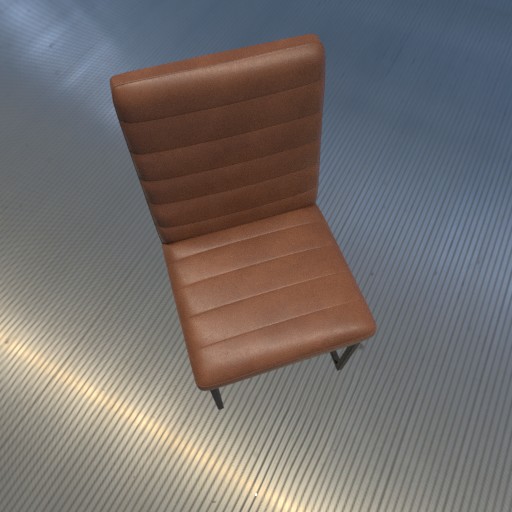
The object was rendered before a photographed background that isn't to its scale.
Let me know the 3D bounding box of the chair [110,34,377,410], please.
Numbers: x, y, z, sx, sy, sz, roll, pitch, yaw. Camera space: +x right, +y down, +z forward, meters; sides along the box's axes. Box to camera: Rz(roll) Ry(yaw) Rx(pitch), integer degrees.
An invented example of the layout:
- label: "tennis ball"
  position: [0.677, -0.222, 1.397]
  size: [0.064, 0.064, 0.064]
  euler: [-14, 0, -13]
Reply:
- label: "chair"
  position: [0.000, 0.000, 1.291]
  size: [0.520, 0.930, 0.634]
  euler: [-16, 63, -8]
